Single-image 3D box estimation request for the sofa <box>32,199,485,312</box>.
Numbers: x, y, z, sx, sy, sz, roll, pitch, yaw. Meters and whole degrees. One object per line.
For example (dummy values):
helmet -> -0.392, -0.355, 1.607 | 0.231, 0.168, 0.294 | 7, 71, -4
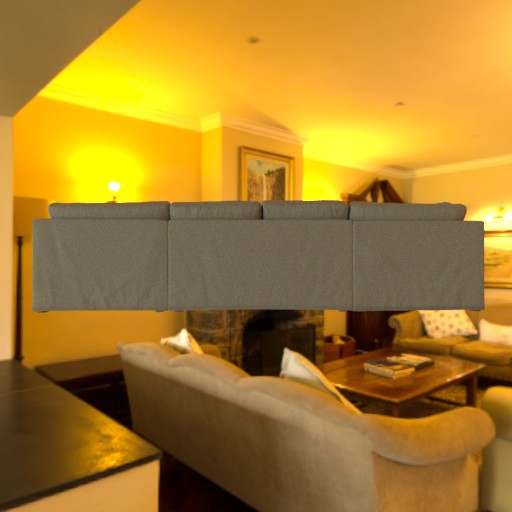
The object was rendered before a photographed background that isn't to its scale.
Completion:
sofa -> 0.000, 0.000, 4.546 | 3.460, 0.882, 2.427 | 0, -1, -1
